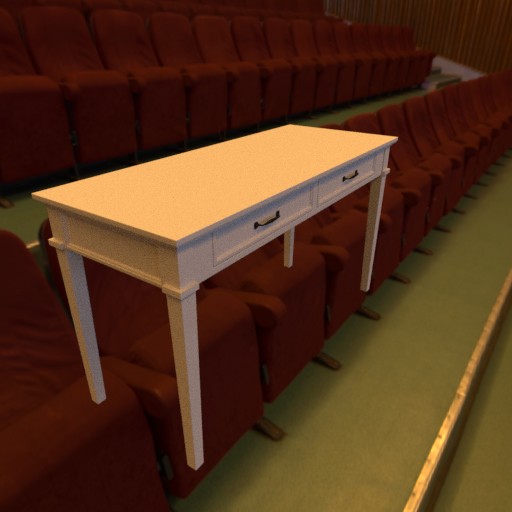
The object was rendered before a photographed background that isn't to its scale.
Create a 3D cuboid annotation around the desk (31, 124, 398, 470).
[{"bbox_3d":[0.000,0.000,1.758,0.559,0.774,1.372,17,31,31],"label":"desk"}]
